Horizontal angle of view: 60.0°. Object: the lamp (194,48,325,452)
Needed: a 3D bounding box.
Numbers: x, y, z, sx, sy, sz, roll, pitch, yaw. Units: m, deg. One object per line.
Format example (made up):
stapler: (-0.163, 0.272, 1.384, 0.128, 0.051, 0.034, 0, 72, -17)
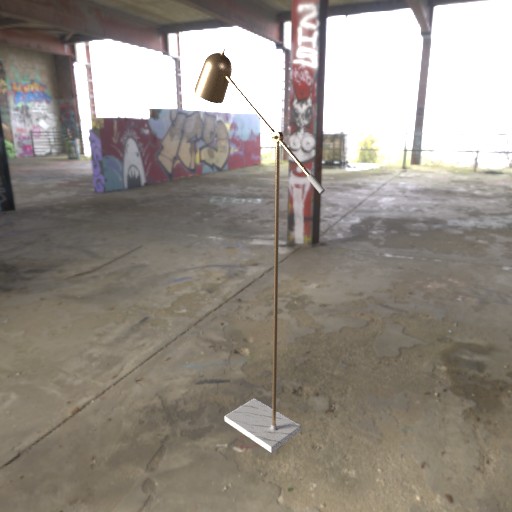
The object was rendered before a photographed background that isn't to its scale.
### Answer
lamp: (0.000, 0.000, 1.815, 0.653, 1.594, 0.194, 16, 23, 42)
